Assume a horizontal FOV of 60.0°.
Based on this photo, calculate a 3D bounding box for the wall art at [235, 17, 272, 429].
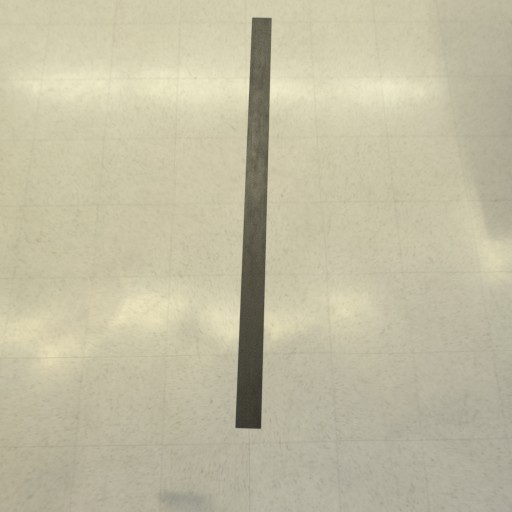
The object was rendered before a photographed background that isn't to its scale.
[{"bbox_3d":[0.000,0.000,1.137,0.039,0.763,0.763,2,74,0],"label":"wall art"}]
